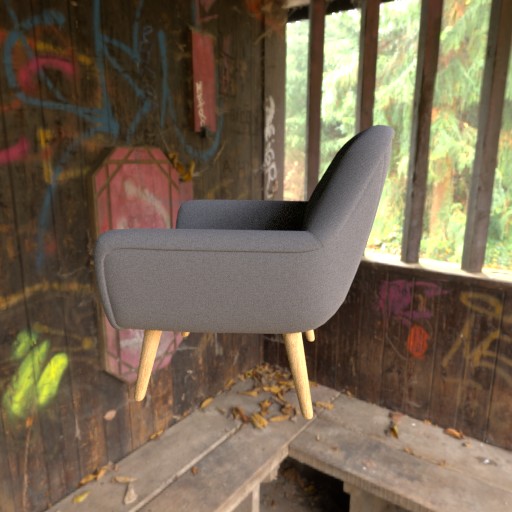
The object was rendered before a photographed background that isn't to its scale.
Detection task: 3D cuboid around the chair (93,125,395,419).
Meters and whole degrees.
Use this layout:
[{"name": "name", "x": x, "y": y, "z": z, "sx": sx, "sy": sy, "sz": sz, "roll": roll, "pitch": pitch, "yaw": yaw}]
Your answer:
[{"name": "chair", "x": 0.000, "y": 0.000, "z": 1.432, "sx": 0.779, "sy": 0.800, "sz": 0.770, "roll": 2, "pitch": 13, "yaw": 8}]
